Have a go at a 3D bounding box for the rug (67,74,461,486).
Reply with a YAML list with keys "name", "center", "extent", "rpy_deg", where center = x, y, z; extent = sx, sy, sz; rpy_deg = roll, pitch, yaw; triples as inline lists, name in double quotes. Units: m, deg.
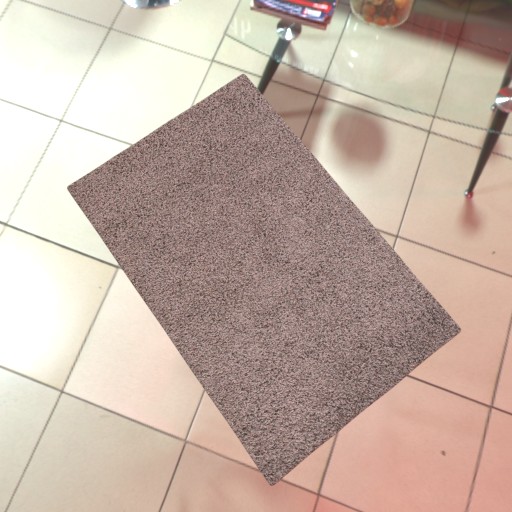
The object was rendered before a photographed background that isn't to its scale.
- name: "rug"
  center: [0.000, 0.000, 3.431]
  extent: [1.778, 0.030, 2.743]
  rpy_deg: [-36, 78, -8]
